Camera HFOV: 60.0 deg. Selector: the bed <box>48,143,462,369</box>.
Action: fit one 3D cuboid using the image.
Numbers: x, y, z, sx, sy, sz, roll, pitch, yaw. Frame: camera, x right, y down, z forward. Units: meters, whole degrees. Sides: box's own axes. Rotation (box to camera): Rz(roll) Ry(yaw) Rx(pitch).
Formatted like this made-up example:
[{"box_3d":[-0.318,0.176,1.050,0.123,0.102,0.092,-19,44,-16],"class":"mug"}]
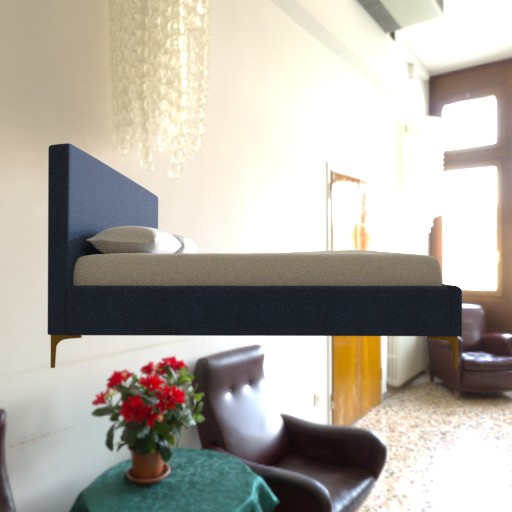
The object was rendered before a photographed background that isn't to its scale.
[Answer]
[{"box_3d":[0.000,0.000,3.414,2.232,1.231,2.096,0,-1,1],"class":"bed"}]
